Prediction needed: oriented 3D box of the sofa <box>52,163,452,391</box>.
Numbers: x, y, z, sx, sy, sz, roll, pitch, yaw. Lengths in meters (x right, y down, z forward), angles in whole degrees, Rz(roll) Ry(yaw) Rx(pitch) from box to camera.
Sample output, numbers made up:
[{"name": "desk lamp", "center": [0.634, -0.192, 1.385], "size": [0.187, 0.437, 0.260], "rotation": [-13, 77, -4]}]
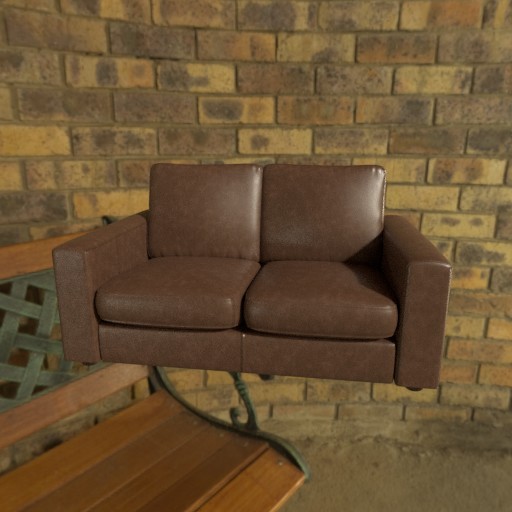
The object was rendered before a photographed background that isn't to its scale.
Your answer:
[{"name": "sofa", "center": [0.000, 0.000, 2.218], "size": [1.616, 0.873, 1.016], "rotation": [2, 15, 8]}]
